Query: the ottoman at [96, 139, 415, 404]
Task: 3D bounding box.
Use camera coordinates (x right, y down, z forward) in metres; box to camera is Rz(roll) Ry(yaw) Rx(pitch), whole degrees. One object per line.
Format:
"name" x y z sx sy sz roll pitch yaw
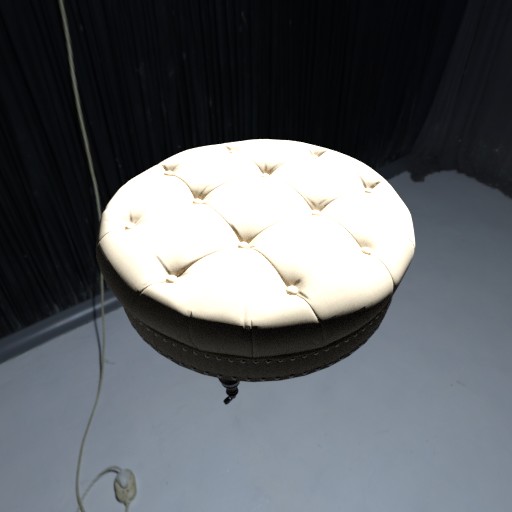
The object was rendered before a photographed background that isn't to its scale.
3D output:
"ottoman" 0.000 0.000 1.387 0.901 0.439 0.901 0 42 0
